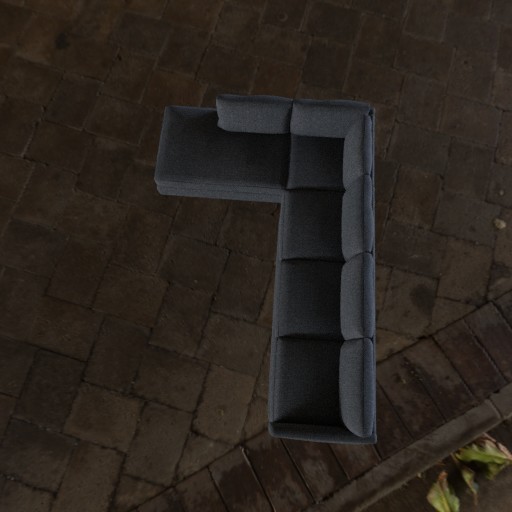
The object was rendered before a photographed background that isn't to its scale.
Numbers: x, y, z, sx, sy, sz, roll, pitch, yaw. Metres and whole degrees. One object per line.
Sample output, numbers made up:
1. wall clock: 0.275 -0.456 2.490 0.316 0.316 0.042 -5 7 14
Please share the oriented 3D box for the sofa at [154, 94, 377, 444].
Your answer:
1. sofa: 0.000 0.000 3.893 2.007 0.815 2.949 4 74 1
